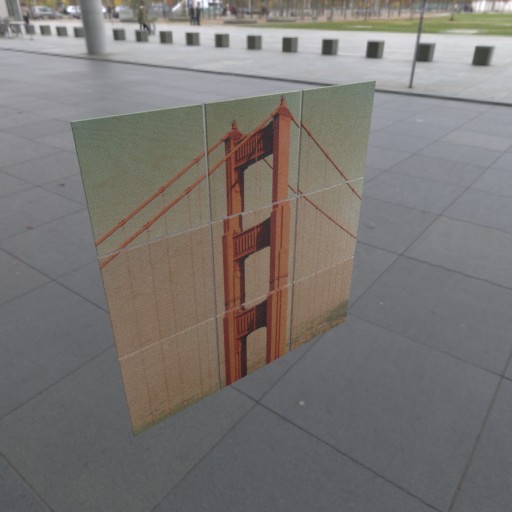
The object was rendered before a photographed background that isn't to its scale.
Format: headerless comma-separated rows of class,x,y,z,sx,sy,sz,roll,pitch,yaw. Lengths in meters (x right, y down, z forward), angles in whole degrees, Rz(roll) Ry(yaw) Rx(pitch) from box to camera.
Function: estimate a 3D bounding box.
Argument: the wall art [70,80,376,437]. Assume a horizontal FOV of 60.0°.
wall art,0.000,0.000,2.217,1.517,1.523,0.013,-21,35,-32
